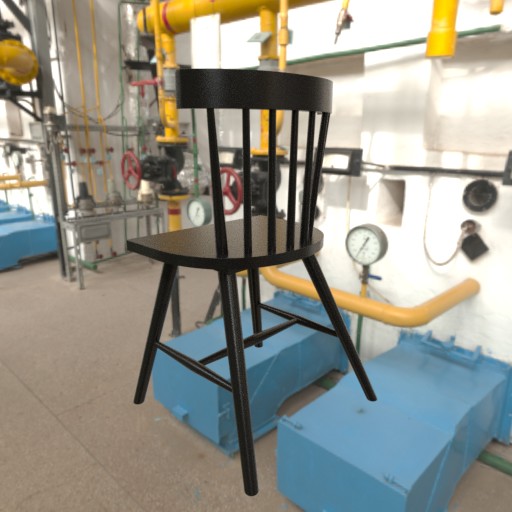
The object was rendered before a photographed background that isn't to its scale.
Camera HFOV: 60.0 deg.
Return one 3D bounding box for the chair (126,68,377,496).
[{"bbox_3d":[0.000,0.000,1.135,0.506,0.844,0.483,-15,22,-43],"label":"chair"}]
